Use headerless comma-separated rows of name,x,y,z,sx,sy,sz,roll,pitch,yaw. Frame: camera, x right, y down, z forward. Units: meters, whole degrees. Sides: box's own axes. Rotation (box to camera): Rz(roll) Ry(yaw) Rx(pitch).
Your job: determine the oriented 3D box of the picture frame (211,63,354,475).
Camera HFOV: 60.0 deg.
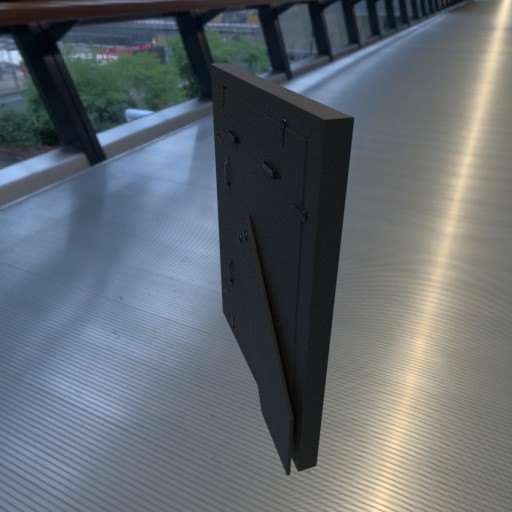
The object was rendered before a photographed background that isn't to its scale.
picture frame,0.000,0.000,0.520,0.036,0.383,0.307,-10,32,-17
